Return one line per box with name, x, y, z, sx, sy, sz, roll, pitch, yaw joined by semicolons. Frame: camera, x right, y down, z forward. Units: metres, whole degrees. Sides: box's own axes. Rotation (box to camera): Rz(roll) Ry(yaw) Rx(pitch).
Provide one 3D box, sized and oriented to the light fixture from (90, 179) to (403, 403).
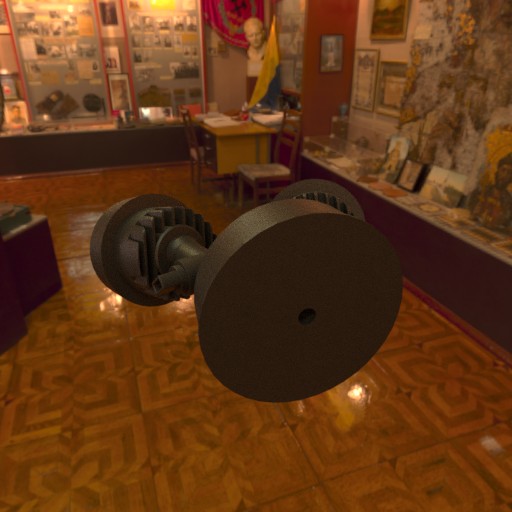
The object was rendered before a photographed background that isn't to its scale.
light fixture;0.000;0.000;0.294;0.213;0.120;0.168;-8;27;-16
